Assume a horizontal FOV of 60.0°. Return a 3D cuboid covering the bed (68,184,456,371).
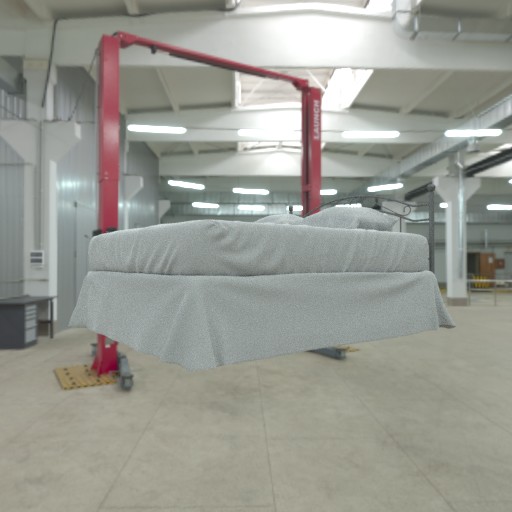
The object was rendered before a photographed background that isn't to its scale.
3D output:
[{"bbox_3d":[0.000,0.000,3.299,2.215,1.080,1.936,1,-1,-37],"label":"bed"}]
